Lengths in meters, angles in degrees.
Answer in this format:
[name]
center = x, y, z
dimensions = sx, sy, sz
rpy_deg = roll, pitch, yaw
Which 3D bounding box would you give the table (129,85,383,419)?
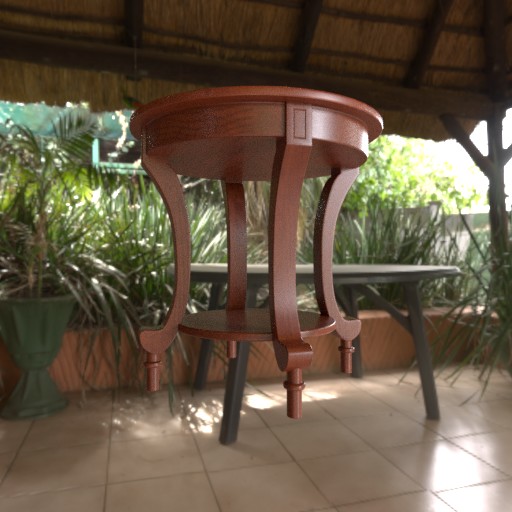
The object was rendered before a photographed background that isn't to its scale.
[table]
center = 0.000, 0.000, 1.087
dimensions = 0.597, 0.612, 0.597
rpy_deg = 0, 1, 0
